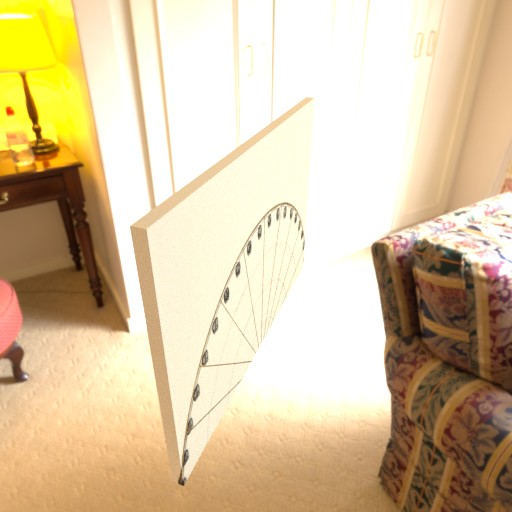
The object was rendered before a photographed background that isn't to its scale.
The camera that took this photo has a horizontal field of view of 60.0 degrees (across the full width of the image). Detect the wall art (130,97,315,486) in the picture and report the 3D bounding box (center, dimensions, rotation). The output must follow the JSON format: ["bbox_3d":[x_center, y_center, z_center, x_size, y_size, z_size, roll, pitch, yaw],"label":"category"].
[{"bbox_3d":[0.000,0.000,1.431,0.038,0.767,1.144,12,33,18],"label":"wall art"}]
